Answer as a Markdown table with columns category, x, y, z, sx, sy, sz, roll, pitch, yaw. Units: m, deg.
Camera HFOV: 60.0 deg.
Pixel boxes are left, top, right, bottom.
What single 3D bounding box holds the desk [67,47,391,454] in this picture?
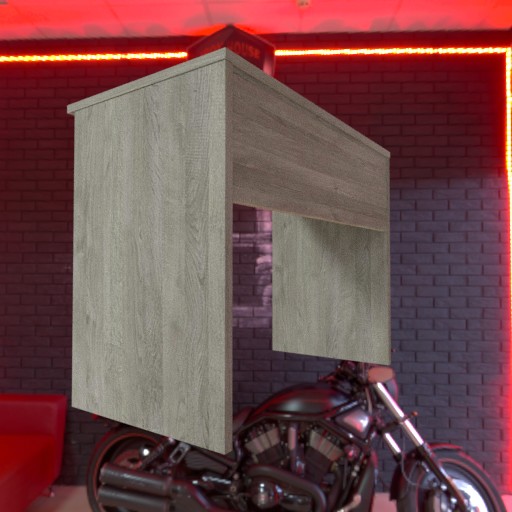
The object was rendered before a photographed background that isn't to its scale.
| category | x | y | z | sx | sy | sz | roll | pitch | yaw |
| --- | --- | --- | --- | --- | --- | --- | --- | --- | --- |
| desk | 0.000 | 0.000 | 1.294 | 0.498 | 0.724 | 0.893 | -1 | -2 | 35 |
